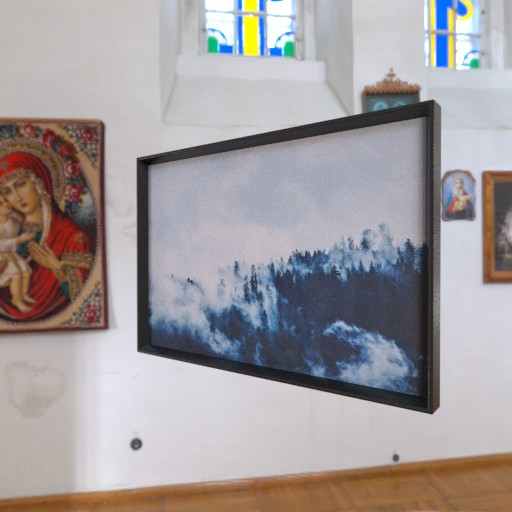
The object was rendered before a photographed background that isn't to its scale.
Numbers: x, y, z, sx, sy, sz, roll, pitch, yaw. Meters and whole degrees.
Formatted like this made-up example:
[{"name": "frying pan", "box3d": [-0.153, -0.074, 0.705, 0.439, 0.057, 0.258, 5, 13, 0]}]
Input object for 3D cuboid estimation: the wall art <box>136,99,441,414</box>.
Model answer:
[{"name": "wall art", "box3d": [0.000, 0.000, 1.202, 0.939, 0.640, 0.058, 0, 1, 37]}]
